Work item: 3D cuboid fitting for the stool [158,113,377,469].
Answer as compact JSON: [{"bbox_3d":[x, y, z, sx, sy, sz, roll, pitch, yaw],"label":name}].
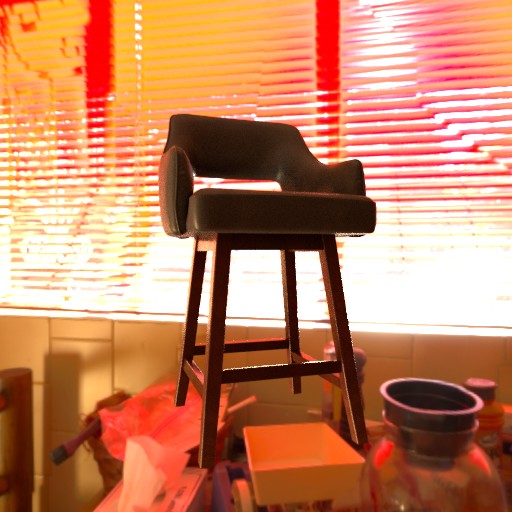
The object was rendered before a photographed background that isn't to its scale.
[{"bbox_3d":[0.000,0.000,1.277,0.550,0.936,0.560,0,1,-18],"label":"stool"}]
